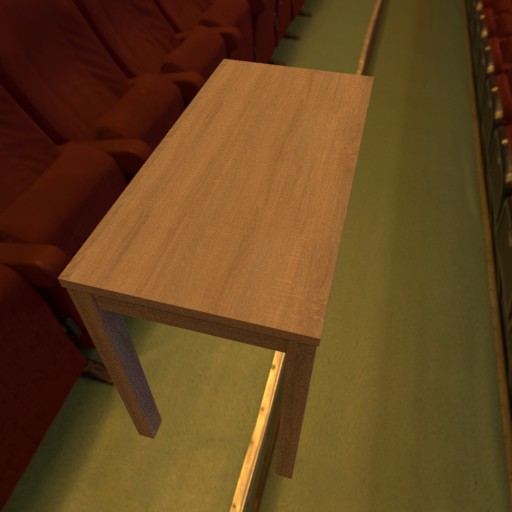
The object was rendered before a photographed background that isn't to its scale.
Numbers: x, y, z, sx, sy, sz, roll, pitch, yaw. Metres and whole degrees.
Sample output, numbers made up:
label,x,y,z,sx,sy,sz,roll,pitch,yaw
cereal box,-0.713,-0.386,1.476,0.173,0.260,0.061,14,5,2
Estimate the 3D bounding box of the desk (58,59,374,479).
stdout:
label,x,y,z,sx,sy,sz,roll,pitch,yaw
desk,0.000,0.000,1.386,0.495,0.762,0.991,11,48,10
